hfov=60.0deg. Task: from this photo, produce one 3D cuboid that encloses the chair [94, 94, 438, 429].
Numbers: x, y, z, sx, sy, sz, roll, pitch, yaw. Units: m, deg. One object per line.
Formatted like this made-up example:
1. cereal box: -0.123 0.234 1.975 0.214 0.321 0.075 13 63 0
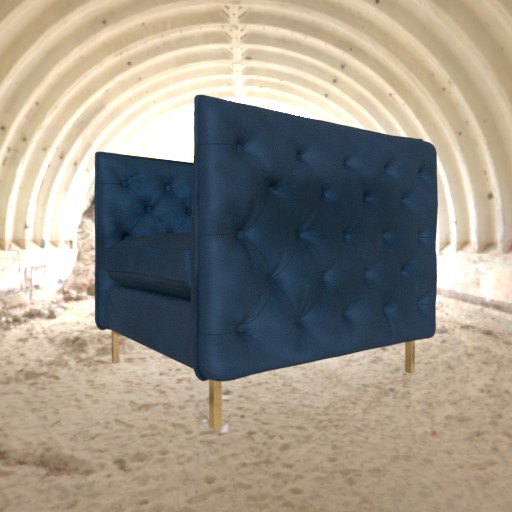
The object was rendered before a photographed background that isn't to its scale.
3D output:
1. chair: 0.000 0.000 1.524 0.877 0.771 0.868 -1 2 -36
